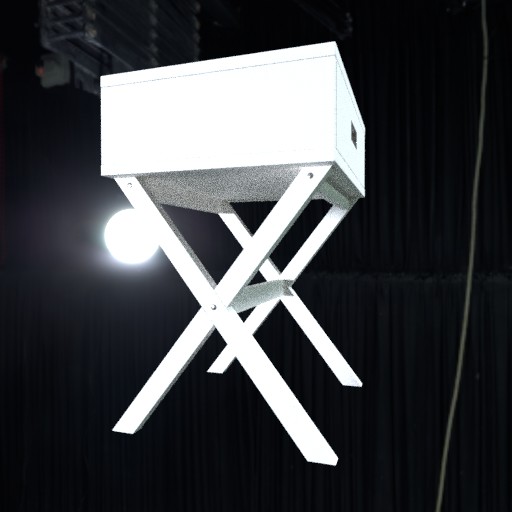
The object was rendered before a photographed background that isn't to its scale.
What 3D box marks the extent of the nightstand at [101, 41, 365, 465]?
[{"bbox_3d":[0.000,0.000,0.928,0.402,0.623,0.479,0,1,19],"label":"nightstand"}]
